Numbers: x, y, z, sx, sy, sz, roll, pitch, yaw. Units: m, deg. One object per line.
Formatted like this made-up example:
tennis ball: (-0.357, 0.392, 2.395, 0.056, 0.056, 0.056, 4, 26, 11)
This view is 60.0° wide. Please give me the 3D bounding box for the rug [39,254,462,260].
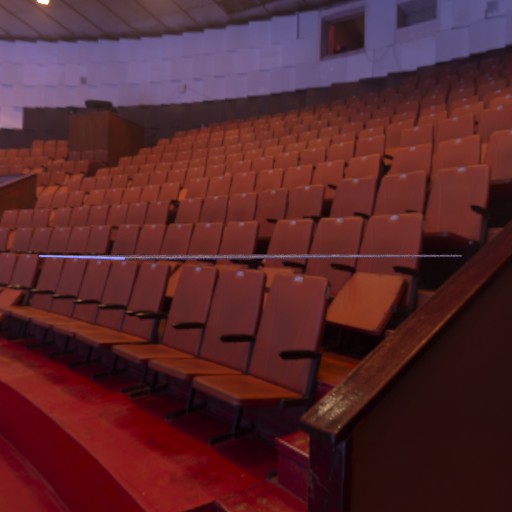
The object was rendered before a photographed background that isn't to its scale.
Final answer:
rug: (0.000, 0.000, 2.863, 2.284, 0.008, 1.522, 0, 1, -37)
